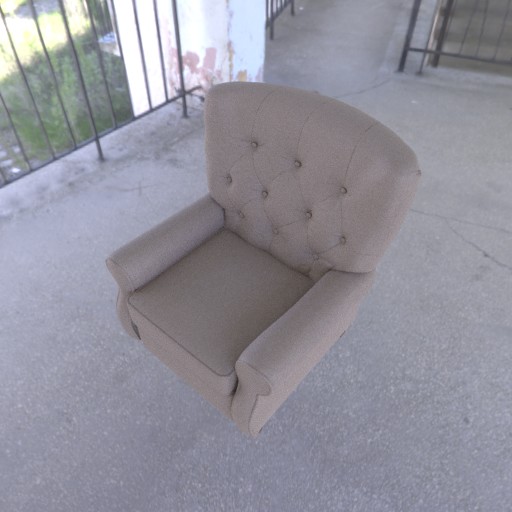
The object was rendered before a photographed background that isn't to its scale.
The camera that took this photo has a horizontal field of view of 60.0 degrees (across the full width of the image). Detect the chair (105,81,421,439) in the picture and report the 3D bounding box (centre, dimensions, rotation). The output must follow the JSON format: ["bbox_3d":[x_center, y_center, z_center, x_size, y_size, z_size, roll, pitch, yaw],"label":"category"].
[{"bbox_3d":[0.000,0.000,1.931,0.999,1.138,1.041,31,53,27],"label":"chair"}]
